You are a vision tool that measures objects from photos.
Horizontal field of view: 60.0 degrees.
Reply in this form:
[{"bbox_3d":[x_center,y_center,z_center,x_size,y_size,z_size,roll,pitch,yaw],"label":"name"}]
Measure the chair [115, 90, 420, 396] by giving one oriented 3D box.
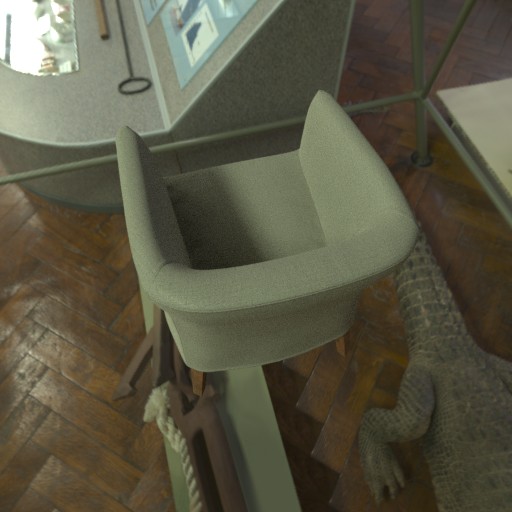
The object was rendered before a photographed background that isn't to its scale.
[{"bbox_3d":[0.000,0.000,1.265,0.600,0.771,0.668,-13,58,-8],"label":"chair"}]
